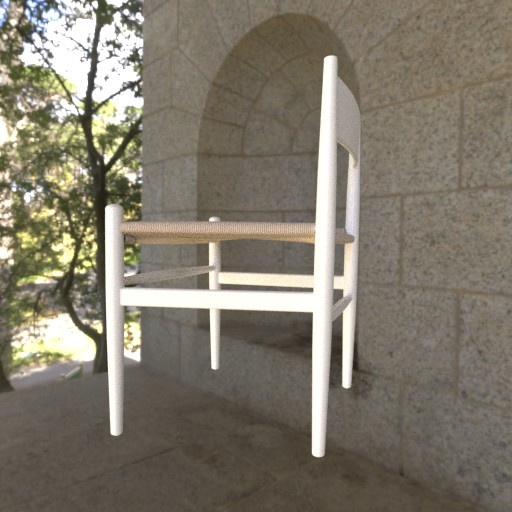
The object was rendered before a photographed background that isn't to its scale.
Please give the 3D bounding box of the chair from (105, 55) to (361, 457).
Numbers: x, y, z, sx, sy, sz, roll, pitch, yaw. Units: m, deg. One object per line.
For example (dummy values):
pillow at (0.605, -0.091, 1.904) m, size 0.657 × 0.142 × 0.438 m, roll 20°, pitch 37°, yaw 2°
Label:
chair at (0.000, 0.000, 1.114) m, size 0.495 × 0.762 × 0.556 m, roll 1°, pitch 2°, yaw 19°
